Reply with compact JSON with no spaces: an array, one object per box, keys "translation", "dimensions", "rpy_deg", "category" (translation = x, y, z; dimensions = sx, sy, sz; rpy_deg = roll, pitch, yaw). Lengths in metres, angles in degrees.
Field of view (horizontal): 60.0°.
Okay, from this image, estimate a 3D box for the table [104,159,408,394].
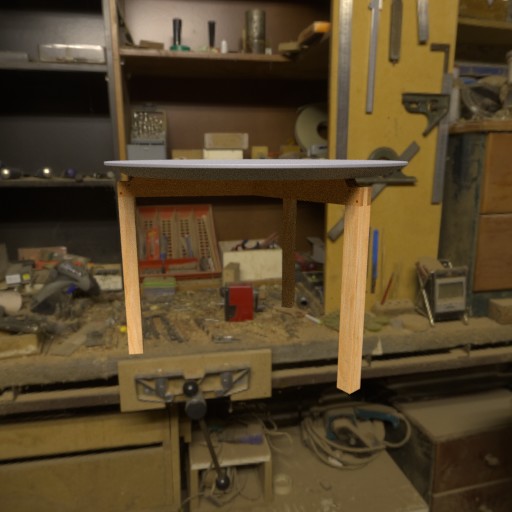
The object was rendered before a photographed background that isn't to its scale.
[{"translation":[0.000,0.000,0.967],"dimensions":[0.600,0.405,0.600],"rpy_deg":[0,13,0],"category":"table"}]
